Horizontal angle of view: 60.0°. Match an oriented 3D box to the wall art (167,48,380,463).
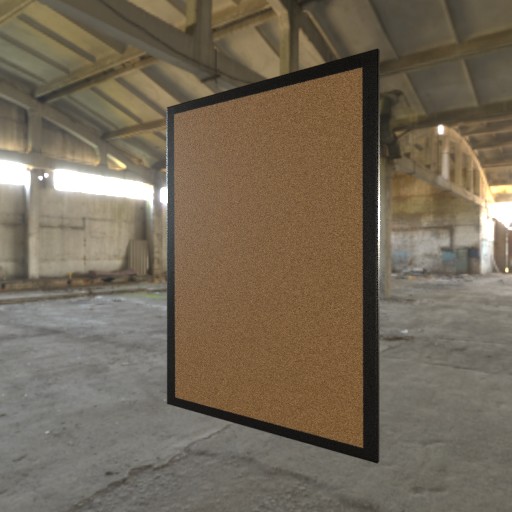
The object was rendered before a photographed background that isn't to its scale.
[{"bbox_3d":[0.000,0.000,1.244,0.707,0.967,0.013,0,0,36],"label":"wall art"}]
